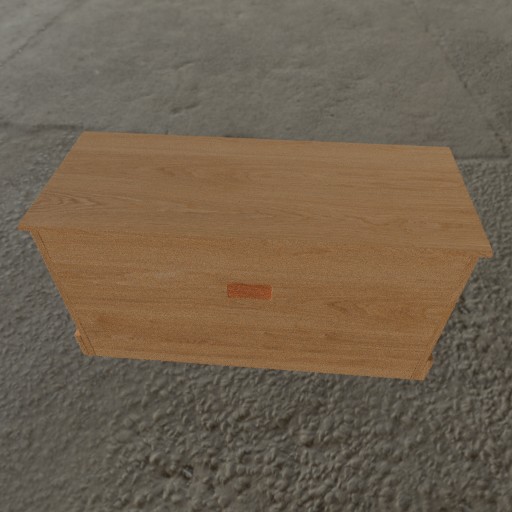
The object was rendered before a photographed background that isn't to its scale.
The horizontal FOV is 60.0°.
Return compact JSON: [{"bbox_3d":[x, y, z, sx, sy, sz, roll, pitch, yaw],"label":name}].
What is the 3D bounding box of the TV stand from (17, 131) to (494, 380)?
[{"bbox_3d":[0.000,0.000,1.348,1.080,0.550,0.440,3,45,3],"label":"TV stand"}]
